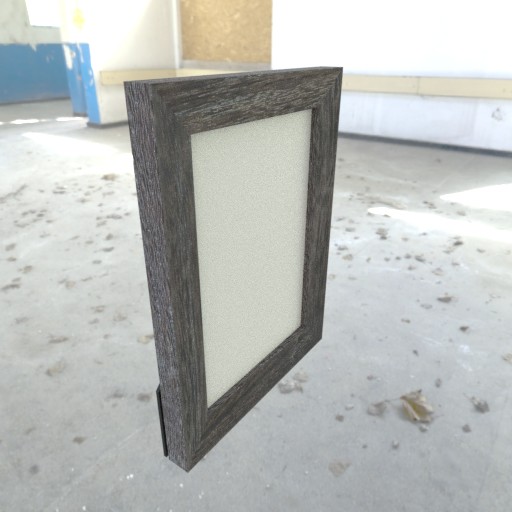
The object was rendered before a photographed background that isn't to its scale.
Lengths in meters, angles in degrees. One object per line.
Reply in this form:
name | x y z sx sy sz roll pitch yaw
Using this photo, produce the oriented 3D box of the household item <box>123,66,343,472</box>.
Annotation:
household item | 0.000 0.000 0.274 0.020 0.210 0.160 18 31 32
